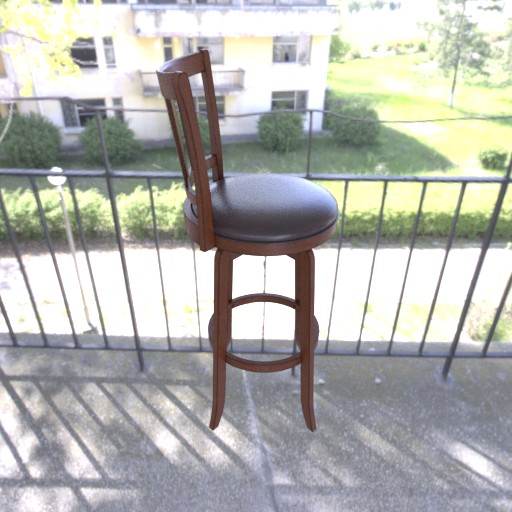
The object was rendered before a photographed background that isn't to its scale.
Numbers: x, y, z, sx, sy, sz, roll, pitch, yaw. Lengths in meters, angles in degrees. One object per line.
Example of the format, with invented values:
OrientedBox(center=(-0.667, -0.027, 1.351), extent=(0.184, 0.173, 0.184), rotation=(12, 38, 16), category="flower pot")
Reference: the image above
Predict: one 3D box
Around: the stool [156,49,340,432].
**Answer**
OrientedBox(center=(0.000, 0.000, 1.437), extent=(0.503, 1.177, 0.464), rotation=(0, 31, 1), category="stool")
